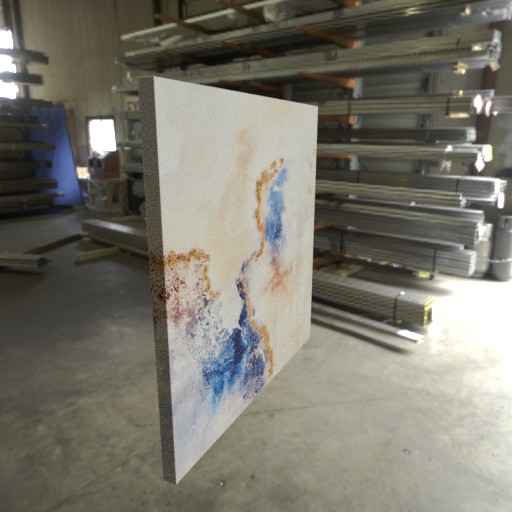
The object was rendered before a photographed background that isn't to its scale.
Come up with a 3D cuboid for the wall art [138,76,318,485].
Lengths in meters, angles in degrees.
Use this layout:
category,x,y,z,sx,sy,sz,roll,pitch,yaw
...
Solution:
category,x,y,z,sx,sy,sz,roll,pitch,yaw
wall art,0.000,0.000,1.306,0.038,0.889,0.889,7,17,26
